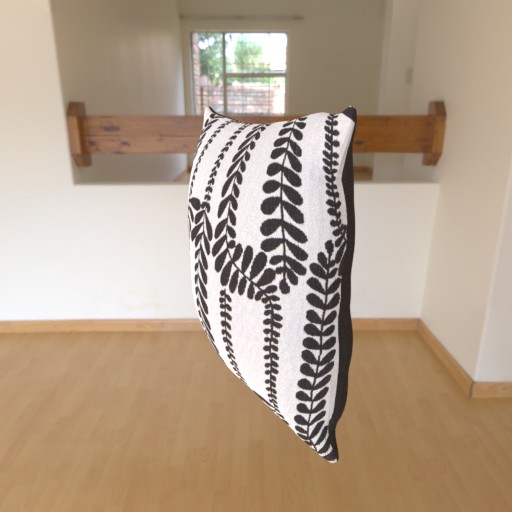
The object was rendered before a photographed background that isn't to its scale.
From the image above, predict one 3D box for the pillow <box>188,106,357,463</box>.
[{"bbox_3d":[0.000,0.000,0.676,0.182,0.441,0.440,-8,19,-24],"label":"pillow"}]
